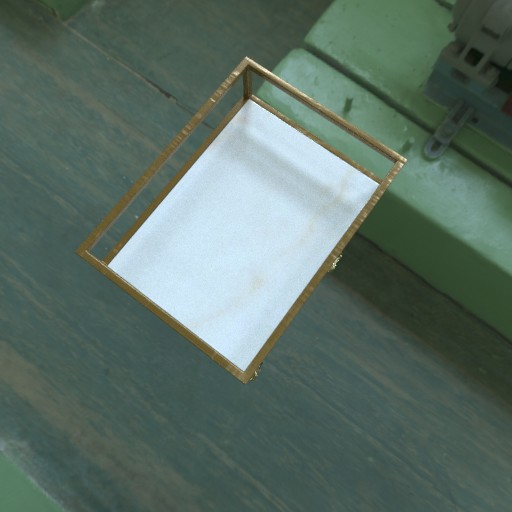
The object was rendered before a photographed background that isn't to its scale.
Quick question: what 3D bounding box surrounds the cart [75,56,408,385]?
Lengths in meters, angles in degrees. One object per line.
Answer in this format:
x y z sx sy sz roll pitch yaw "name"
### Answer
0.000 0.000 1.021 0.332 0.761 0.483 36 78 9 "cart"
